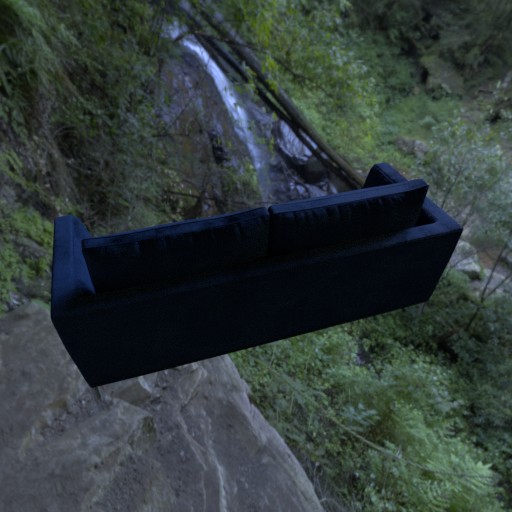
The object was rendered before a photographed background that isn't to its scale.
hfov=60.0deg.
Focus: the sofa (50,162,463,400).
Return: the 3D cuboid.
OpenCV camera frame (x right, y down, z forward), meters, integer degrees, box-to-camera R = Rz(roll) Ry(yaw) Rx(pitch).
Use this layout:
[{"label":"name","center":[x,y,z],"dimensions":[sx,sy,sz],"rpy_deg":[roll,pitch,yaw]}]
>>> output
[{"label":"sofa","center":[0.000,0.000,2.697],"dimensions":[2.212,0.998,0.853],"rpy_deg":[-12,41,-14]}]
